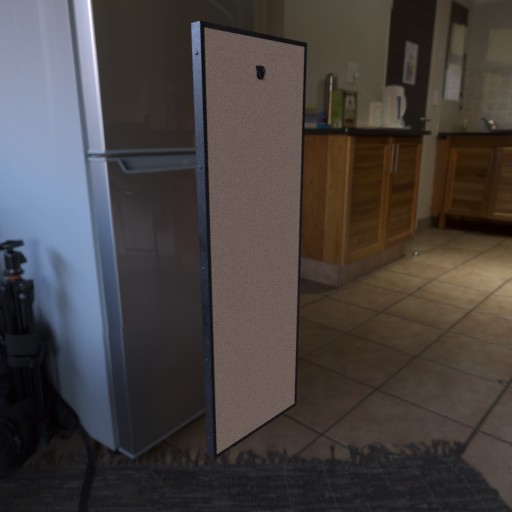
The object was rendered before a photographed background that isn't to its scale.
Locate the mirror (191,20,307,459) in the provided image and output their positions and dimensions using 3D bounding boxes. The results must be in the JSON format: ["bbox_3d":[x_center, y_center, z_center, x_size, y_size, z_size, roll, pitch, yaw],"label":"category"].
[{"bbox_3d":[0.000,0.000,1.179,0.042,1.080,0.354,15,22,43],"label":"mirror"}]
